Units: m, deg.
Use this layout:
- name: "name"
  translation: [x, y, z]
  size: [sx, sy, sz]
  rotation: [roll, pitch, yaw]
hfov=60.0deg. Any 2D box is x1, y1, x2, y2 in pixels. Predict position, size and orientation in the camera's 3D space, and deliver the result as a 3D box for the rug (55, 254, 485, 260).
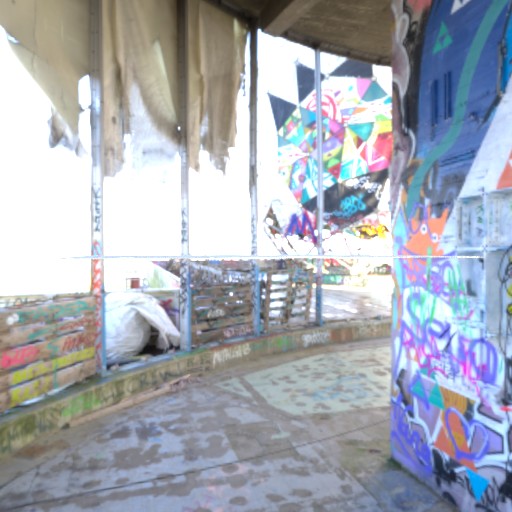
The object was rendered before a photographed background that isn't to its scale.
- name: "rug"
  translation: [0.000, 0.000, 2.805]
  size: [2.133, 0.013, 1.522]
  rotation: [0, 1, -16]
